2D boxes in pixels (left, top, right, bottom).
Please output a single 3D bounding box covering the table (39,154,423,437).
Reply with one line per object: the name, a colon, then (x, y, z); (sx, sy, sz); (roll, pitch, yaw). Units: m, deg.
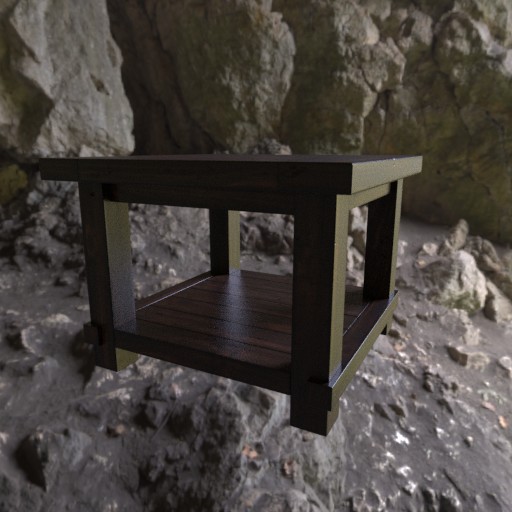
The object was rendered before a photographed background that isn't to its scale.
table: (0.000, 0.000, 0.998); (0.593, 0.437, 0.606); (7, 15, 27)
